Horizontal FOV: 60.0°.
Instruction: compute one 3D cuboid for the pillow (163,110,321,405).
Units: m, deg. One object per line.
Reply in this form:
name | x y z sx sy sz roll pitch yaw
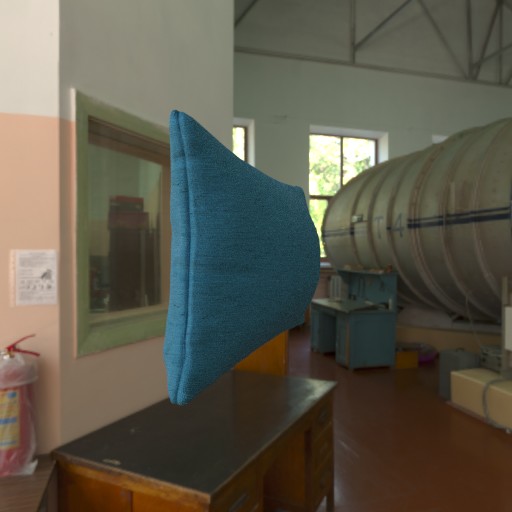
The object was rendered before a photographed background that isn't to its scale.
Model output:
pillow | 0.000 0.000 0.801 0.210 0.338 0.633 0 0 18
